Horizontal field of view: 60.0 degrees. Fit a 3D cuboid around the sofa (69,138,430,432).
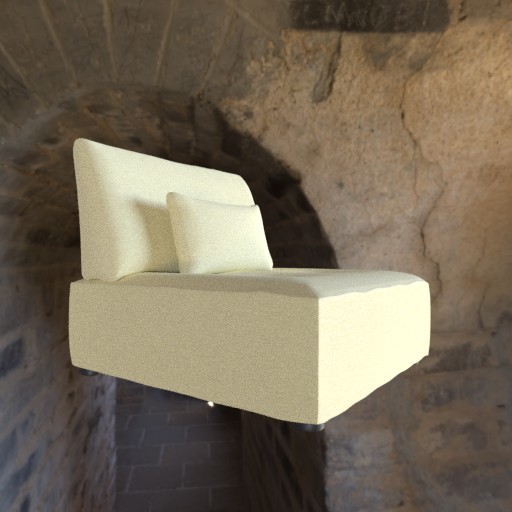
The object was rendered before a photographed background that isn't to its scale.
[{"bbox_3d":[0.000,0.000,1.634,1.000,0.820,0.930,0,0,36],"label":"sofa"}]
